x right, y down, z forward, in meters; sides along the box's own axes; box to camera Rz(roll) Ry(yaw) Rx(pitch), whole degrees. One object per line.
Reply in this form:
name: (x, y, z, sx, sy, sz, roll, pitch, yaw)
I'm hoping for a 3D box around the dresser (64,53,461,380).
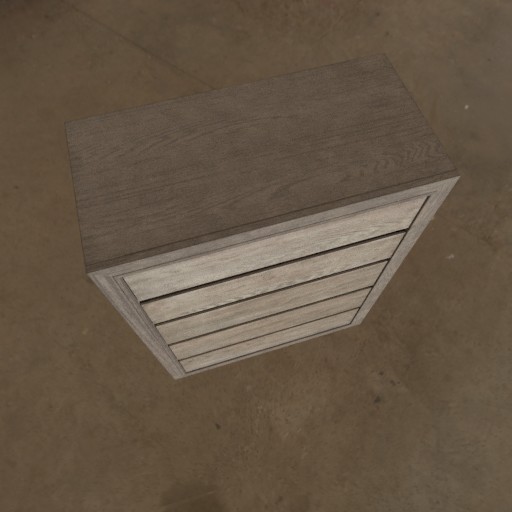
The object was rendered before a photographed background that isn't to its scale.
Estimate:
dresser: (0.000, 0.000, 1.767, 0.967, 1.295, 0.483, -15, 64, -7)
